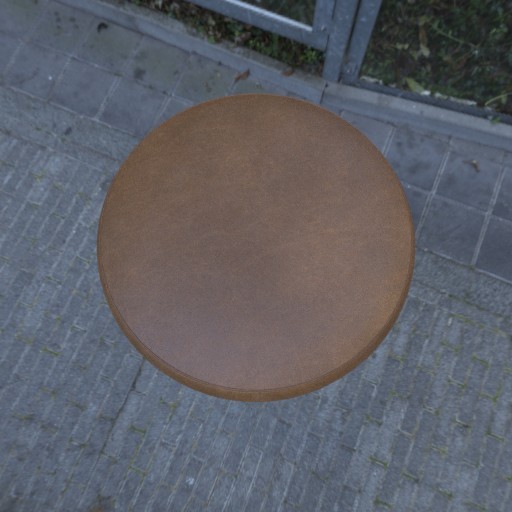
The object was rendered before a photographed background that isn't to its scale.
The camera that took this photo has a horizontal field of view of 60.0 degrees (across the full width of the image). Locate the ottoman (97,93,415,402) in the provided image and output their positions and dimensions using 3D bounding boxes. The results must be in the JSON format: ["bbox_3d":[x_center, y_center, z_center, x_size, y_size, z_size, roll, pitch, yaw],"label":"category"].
[{"bbox_3d":[0.000,0.000,0.986,0.607,0.438,0.607,0,74,0],"label":"ottoman"}]
